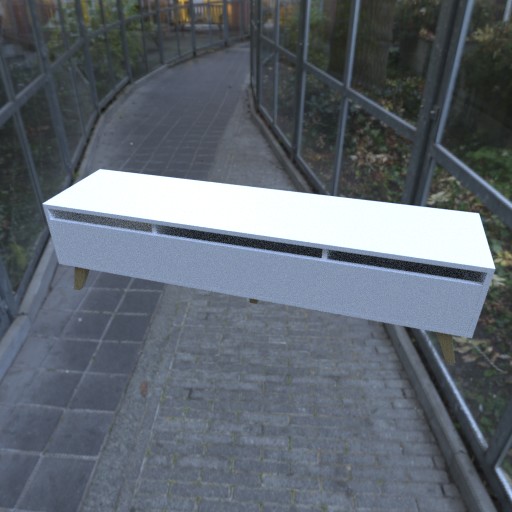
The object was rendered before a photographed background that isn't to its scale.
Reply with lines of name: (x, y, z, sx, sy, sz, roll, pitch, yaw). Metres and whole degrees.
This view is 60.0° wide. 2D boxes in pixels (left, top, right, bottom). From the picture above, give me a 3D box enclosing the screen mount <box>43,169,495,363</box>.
screen mount: (0.000, 0.000, 1.829, 1.644, 0.432, 0.399, 9, 33, 14)
